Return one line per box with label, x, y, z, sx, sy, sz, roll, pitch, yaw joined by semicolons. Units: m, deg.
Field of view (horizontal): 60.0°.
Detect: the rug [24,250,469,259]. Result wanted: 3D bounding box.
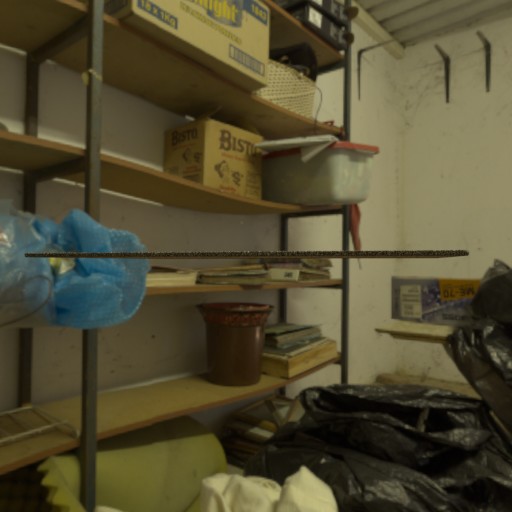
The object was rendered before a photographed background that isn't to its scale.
rug;0.000;0.000;2.914;2.352;0.025;1.501;0;-1;17
